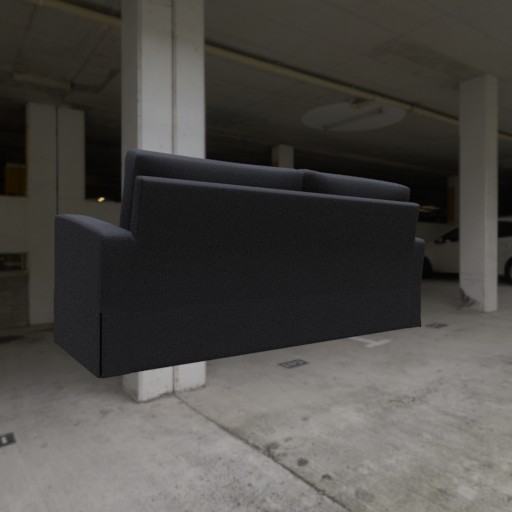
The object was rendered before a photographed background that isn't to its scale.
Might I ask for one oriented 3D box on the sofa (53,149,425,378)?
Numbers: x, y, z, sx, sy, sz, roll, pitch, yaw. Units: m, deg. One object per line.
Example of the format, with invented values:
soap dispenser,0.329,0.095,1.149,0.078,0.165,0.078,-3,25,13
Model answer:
sofa,0.000,0.000,2.361,1.852,0.839,0.898,-1,1,-35
